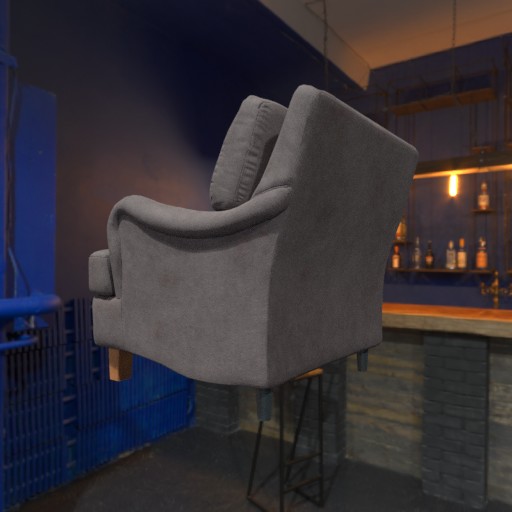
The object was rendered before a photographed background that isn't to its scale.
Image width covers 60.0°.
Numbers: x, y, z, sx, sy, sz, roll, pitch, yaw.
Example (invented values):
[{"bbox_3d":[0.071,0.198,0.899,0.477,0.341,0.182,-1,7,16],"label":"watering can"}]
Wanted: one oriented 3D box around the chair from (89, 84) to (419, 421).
[{"bbox_3d":[0.000,0.000,1.823,1.070,0.997,0.955,0,0,37],"label":"chair"}]
